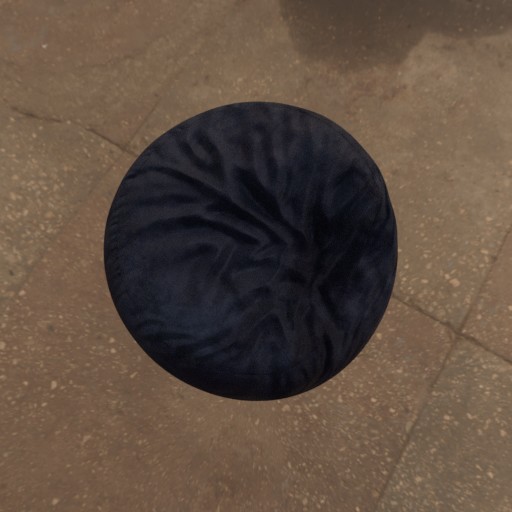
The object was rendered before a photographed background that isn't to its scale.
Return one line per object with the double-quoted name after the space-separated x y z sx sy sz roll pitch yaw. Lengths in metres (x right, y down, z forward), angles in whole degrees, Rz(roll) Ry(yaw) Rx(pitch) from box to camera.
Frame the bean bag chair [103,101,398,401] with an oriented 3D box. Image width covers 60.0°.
0.000 0.000 1.483 0.918 0.616 0.918 0 74 0 "bean bag chair"
